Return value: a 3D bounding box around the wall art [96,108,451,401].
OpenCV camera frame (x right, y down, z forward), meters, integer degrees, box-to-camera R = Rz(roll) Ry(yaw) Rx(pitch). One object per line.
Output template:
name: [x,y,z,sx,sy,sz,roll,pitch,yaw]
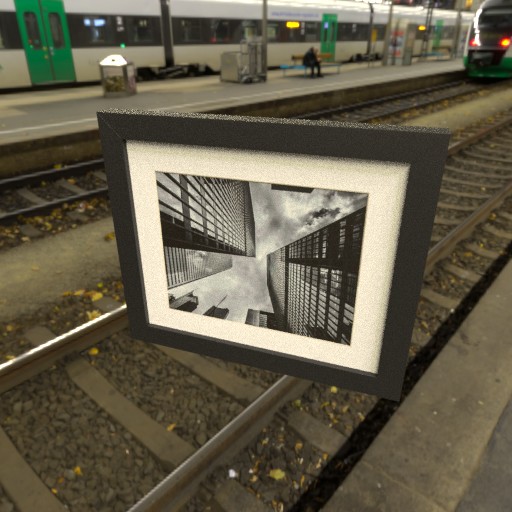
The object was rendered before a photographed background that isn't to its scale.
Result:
wall art: [0.000,0.000,0.537,0.381,0.321,0.028,9,28,17]
